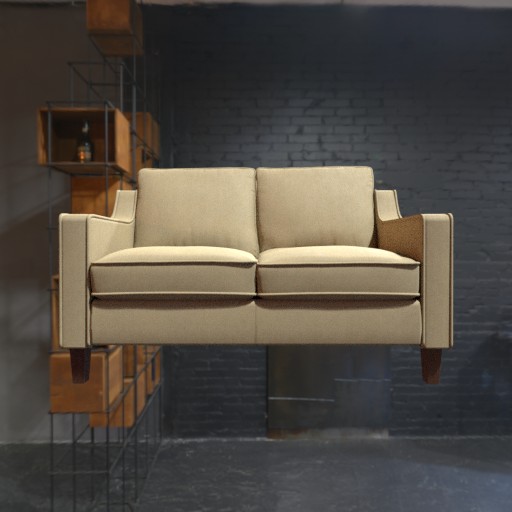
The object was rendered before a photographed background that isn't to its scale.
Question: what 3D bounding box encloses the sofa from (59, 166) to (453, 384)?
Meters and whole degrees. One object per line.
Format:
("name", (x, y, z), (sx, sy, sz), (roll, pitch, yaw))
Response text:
("sofa", (0.000, 0.000, 2.142), (1.501, 0.971, 0.987), (0, 1, 0))
